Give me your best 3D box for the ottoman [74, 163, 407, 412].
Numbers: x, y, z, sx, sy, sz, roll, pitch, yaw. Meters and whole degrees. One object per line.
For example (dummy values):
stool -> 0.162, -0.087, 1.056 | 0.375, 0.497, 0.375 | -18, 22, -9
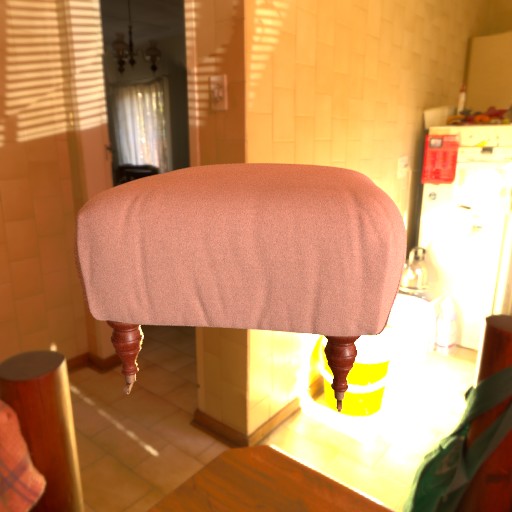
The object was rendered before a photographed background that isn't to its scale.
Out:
ottoman -> 0.000, 0.000, 1.127 | 0.622, 0.450, 0.746 | 2, 15, 8
